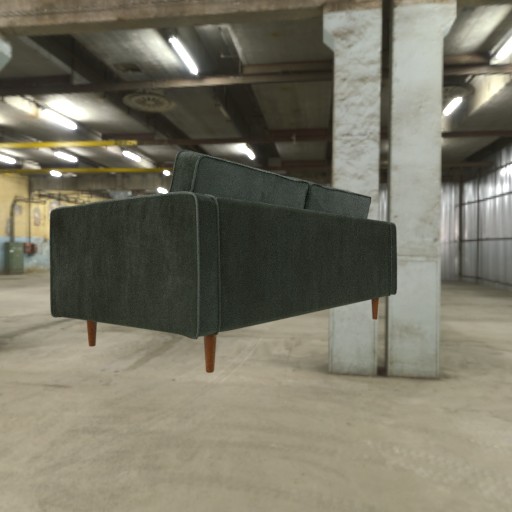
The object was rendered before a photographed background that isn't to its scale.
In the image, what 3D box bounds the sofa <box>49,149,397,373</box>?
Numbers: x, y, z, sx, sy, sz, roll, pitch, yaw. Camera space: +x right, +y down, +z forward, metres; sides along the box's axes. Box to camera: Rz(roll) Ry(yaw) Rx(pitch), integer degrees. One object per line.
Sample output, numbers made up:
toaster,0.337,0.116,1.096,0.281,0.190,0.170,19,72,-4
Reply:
sofa,0.000,0.000,2.324,0.886,0.781,1.816,0,1,37
